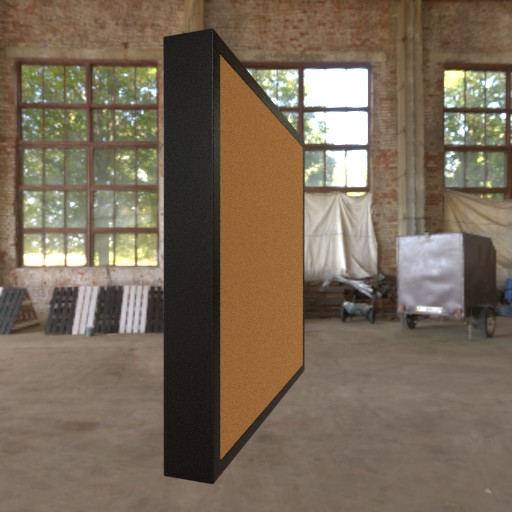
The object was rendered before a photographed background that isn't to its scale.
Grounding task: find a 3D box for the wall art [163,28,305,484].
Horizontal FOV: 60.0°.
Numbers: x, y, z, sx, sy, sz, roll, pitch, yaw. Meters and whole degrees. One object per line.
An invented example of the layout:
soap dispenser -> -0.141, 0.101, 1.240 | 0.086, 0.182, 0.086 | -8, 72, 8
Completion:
wall art -> 0.000, 0.000, 0.438 | 0.037, 0.299, 0.299 | 0, 0, 18
